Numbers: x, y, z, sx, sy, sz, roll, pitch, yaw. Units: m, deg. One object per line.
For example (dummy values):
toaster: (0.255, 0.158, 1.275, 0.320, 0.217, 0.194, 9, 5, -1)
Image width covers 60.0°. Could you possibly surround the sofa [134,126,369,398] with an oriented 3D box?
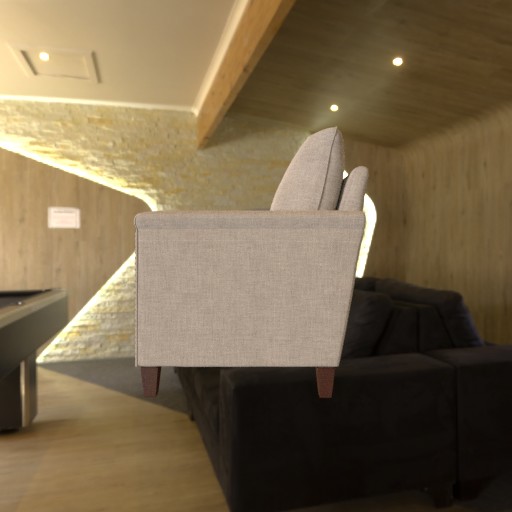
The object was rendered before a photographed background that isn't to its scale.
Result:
sofa: (0.000, 0.000, 2.423, 0.828, 0.959, 1.925, 0, 0, 1)
